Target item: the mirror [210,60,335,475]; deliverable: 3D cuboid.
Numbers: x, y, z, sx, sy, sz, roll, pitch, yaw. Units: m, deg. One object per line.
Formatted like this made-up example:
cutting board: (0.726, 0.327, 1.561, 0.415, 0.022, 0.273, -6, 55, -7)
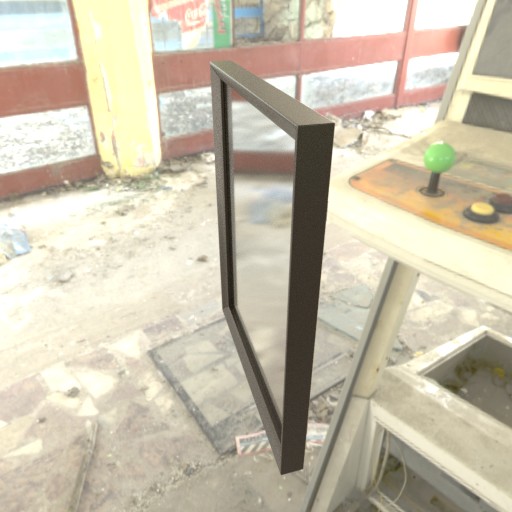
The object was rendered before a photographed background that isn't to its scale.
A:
mirror: (0.000, 0.000, 0.689, 0.041, 0.509, 0.406, -8, 32, -14)
